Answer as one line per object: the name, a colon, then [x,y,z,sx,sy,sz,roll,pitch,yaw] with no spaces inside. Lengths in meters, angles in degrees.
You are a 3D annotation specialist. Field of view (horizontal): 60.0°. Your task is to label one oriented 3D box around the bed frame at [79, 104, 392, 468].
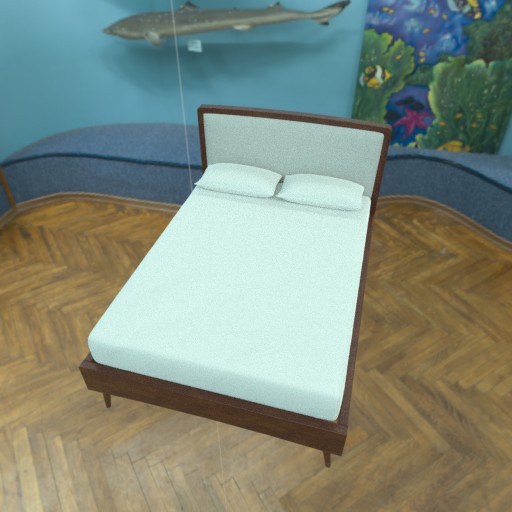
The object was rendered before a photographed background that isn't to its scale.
bed frame: [0.000,0.000,3.169,1.587,1.279,2.171,10,41,12]
